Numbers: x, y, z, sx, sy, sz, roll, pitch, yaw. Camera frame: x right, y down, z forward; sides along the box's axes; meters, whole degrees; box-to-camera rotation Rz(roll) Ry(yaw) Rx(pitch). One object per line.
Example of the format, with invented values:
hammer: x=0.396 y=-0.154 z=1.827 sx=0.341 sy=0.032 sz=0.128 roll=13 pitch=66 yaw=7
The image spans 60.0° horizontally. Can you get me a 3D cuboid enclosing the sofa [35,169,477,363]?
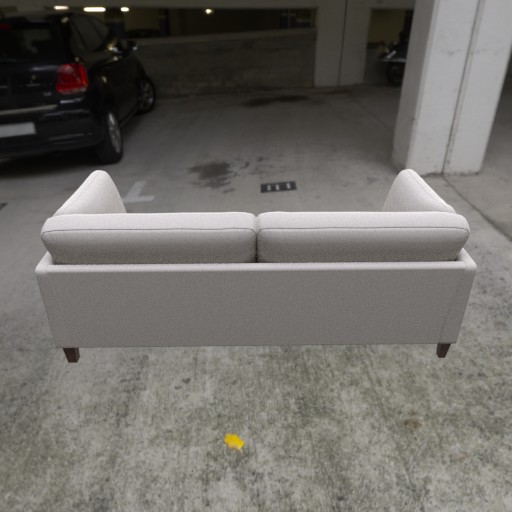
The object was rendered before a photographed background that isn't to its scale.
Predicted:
sofa: x=0.000 y=0.000 z=2.725 sx=2.301 sy=0.863 sz=0.957 roll=0 pitch=30 yaw=-1
